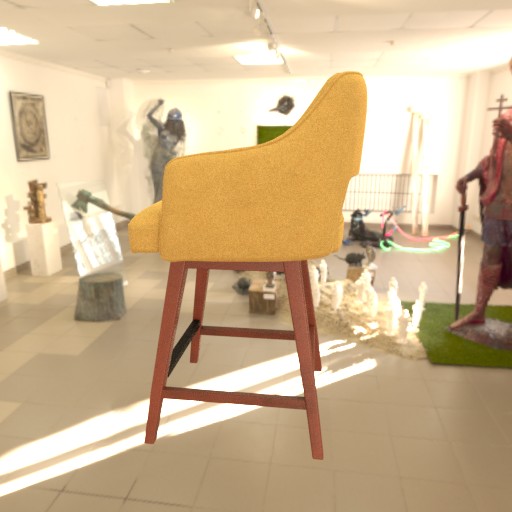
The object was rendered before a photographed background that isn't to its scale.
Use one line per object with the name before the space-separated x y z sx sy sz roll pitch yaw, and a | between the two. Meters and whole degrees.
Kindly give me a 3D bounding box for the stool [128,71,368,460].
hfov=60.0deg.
stool | 0.000 0.000 1.240 0.558 0.924 0.548 2 15 7
